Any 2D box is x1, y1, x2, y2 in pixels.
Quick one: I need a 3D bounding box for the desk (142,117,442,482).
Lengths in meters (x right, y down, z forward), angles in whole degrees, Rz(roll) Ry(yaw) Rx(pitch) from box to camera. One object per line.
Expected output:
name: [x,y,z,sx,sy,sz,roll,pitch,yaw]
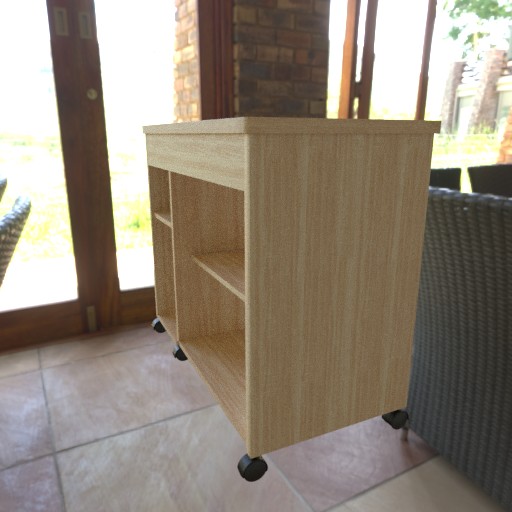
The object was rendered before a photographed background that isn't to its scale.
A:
desk: [0.000,0.000,1.345,0.480,0.770,0.884,-7,17,-25]
